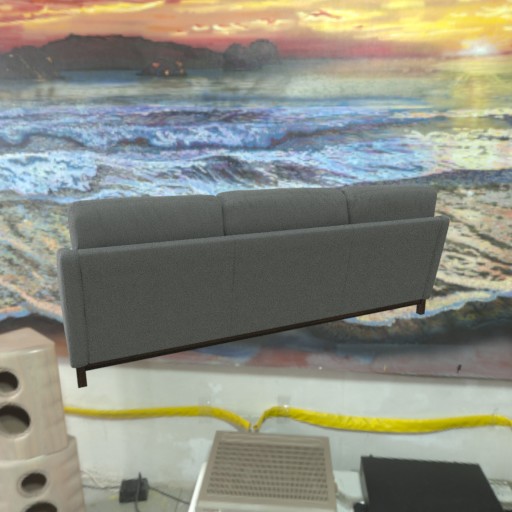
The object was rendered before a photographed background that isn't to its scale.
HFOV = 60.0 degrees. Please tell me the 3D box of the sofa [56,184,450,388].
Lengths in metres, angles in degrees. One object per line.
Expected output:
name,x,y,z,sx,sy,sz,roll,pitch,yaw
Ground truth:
sofa,0.000,0.000,2.857,2.344,0.926,0.987,-7,16,-25
